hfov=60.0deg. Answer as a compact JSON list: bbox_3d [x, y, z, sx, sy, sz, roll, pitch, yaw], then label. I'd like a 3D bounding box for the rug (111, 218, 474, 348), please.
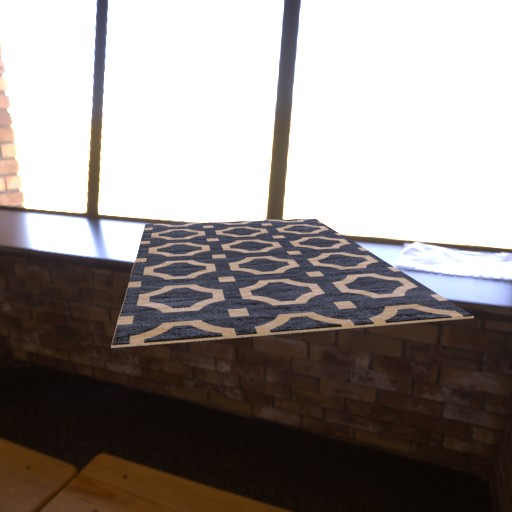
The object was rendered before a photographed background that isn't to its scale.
[{"bbox_3d":[0.000,0.000,2.914,1.555,0.016,2.286,-3,16,-10],"label":"rug"}]
